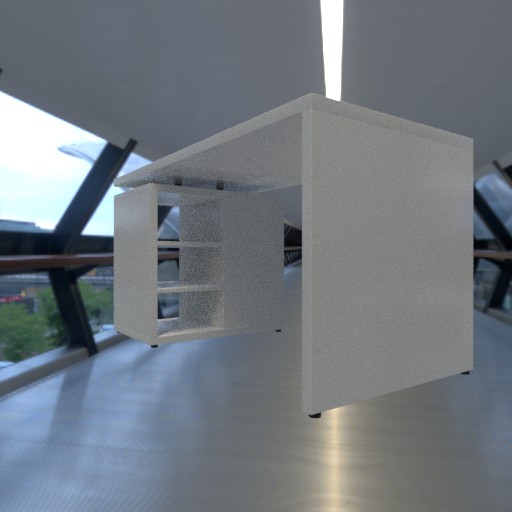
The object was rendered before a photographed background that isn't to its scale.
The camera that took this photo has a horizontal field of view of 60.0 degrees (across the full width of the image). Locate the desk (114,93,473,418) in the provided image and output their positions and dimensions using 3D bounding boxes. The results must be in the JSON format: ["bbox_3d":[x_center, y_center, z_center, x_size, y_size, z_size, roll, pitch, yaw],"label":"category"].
[{"bbox_3d":[0.000,0.000,1.771,0.690,0.740,1.400,0,0,-35],"label":"desk"}]
